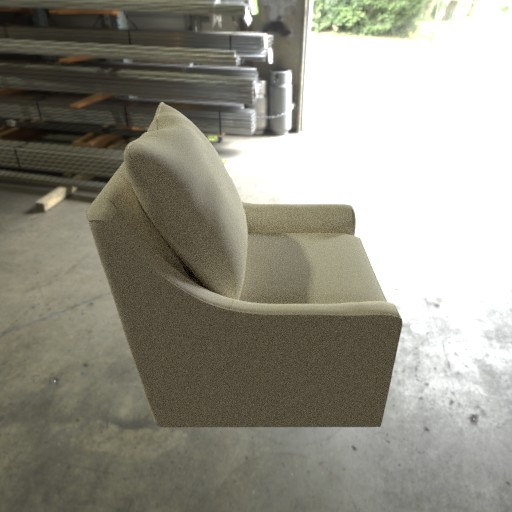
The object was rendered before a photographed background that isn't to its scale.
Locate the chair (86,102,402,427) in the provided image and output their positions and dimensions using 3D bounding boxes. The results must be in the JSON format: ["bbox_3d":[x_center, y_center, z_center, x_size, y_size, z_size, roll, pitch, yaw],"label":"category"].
[{"bbox_3d":[0.000,0.000,1.594,0.876,0.965,0.756,0,31,0],"label":"chair"}]
